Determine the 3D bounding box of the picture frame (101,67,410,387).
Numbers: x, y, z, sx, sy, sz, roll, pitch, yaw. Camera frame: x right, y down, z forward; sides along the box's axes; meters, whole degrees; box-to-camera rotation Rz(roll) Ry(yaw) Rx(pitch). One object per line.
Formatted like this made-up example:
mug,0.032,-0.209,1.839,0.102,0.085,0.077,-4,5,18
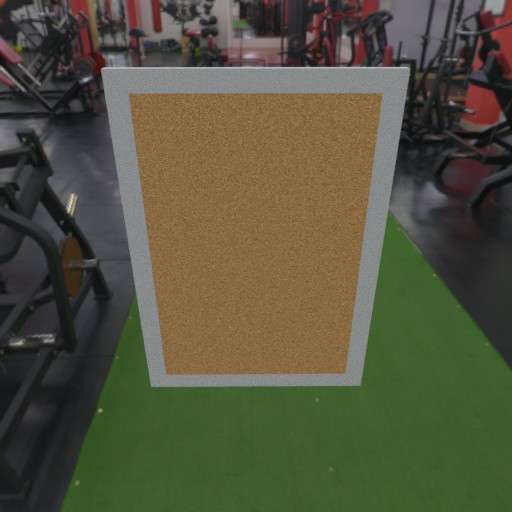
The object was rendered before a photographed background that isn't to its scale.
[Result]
picture frame,0.000,0.000,0.584,0.326,0.459,0.011,0,29,0
